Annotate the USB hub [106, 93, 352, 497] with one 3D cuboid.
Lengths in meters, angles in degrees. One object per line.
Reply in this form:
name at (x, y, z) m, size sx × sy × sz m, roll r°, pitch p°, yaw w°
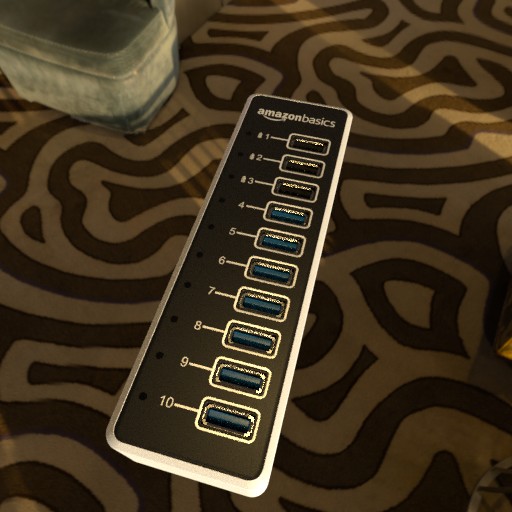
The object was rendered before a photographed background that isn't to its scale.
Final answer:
USB hub at (0.000, 0.000, 0.157) m, size 0.044 × 0.023 × 0.145 m, roll 13°, pitch 59°, yaw 8°
